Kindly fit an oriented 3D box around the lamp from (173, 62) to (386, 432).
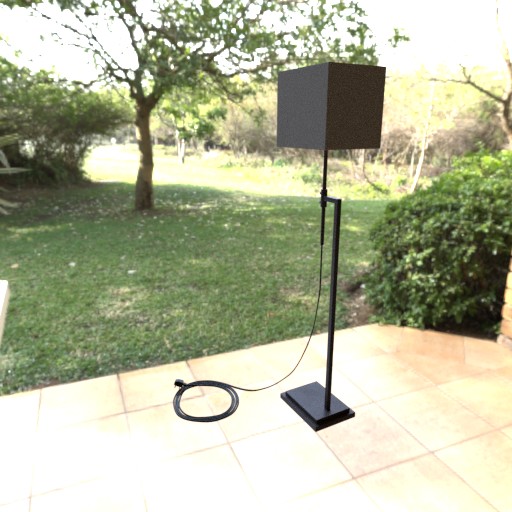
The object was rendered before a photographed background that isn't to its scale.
[{"bbox_3d":[0.000,0.000,2.058,0.774,1.600,0.698,-9,18,-27],"label":"lamp"}]
